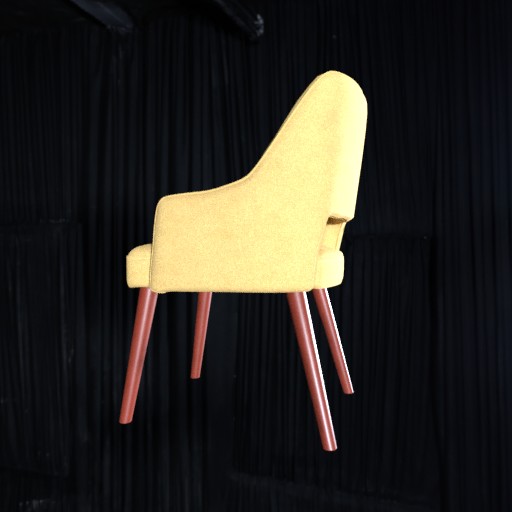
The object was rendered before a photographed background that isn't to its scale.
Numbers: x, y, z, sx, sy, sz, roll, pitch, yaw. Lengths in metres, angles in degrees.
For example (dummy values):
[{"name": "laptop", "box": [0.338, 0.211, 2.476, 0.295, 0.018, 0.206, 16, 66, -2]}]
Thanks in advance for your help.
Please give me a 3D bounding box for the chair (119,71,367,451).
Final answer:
[{"name": "chair", "box": [0.000, 0.000, 1.247, 0.605, 0.849, 0.548, 0, 1, 17]}]
